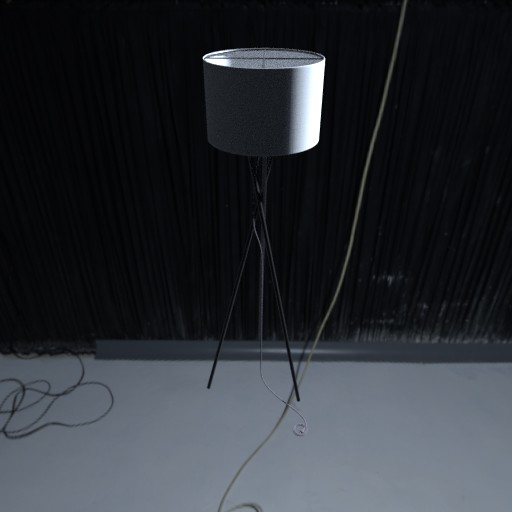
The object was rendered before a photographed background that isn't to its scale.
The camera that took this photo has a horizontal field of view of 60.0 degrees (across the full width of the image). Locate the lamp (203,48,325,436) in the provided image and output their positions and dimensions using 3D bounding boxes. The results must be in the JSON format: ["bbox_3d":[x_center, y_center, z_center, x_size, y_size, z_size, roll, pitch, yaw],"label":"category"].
[{"bbox_3d":[0.000,0.000,1.976,0.522,1.624,0.667,1,33,2],"label":"lamp"}]
